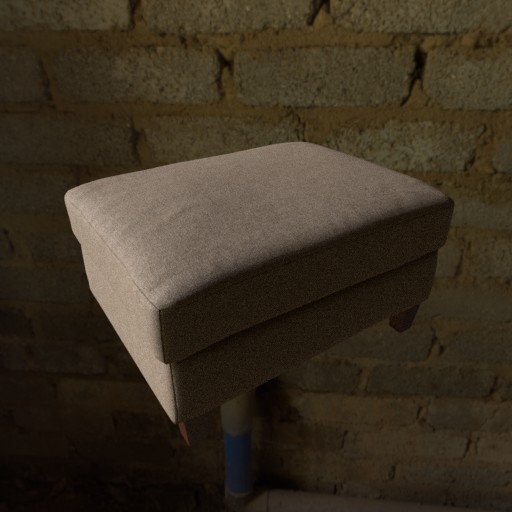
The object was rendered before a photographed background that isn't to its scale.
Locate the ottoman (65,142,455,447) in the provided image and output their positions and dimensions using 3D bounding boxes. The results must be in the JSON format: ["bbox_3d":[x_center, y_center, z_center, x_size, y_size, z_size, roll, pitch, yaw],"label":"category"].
[{"bbox_3d":[0.000,0.000,1.319,0.889,0.511,0.692,-19,35,-29],"label":"ottoman"}]
